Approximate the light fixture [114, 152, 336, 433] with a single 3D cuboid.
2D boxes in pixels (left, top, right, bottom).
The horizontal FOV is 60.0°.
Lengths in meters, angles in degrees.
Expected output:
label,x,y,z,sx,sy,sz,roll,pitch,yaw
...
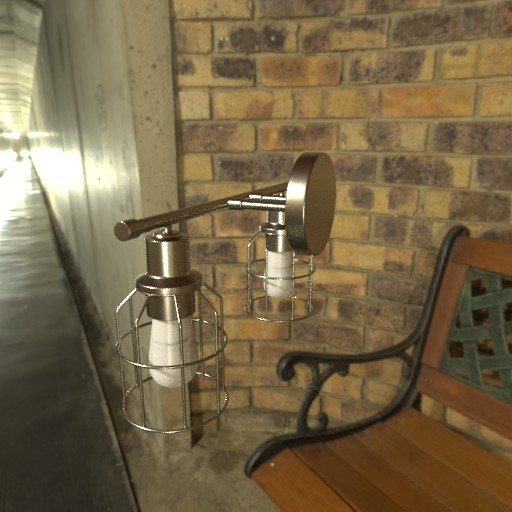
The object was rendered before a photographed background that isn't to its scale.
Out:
label,x,y,z,sx,sy,sz,roll,pitch,yaw
light fixture,0.000,0.000,0.552,0.165,0.254,0.406,7,17,25
